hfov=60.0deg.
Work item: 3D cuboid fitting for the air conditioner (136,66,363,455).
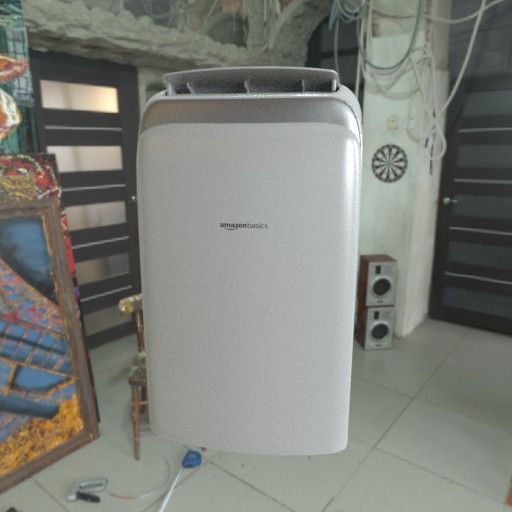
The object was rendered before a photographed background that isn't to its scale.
[{"bbox_3d":[0.000,0.000,1.046,0.449,0.786,0.414,2,14,8],"label":"air conditioner"}]
